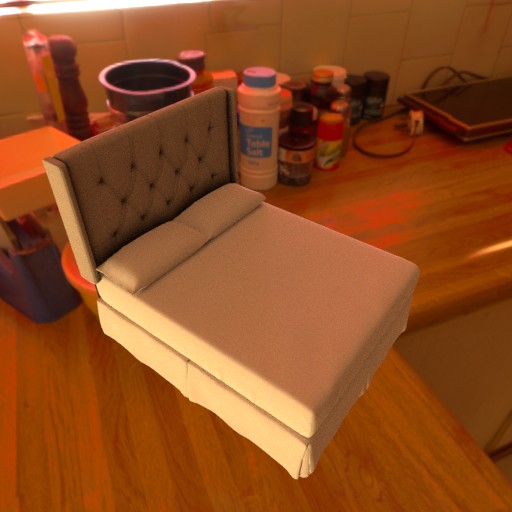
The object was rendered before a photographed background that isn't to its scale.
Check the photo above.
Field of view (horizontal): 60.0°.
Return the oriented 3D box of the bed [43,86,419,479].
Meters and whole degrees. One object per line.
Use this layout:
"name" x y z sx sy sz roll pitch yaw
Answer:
"bed" 0.000 0.000 3.287 2.066 1.665 1.719 26 46 28
